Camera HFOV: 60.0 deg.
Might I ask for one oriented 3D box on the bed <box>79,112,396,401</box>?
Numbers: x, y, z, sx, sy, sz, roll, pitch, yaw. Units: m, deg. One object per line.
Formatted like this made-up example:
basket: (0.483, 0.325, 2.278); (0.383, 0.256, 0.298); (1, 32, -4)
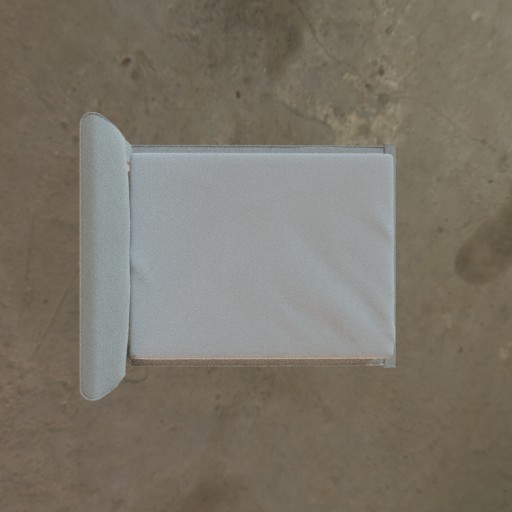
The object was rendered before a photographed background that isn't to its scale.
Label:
bed: (0.000, 0.000, 3.578); (2.498, 1.126, 1.980); (0, 90, -1)
